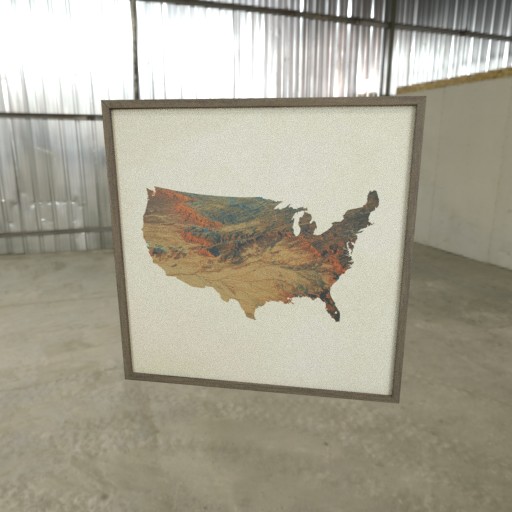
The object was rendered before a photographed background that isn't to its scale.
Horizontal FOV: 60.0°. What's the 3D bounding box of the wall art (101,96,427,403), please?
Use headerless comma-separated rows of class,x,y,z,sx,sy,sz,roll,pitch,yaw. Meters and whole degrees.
wall art,0.000,0.000,0.754,0.508,0.507,0.016,2,15,9
